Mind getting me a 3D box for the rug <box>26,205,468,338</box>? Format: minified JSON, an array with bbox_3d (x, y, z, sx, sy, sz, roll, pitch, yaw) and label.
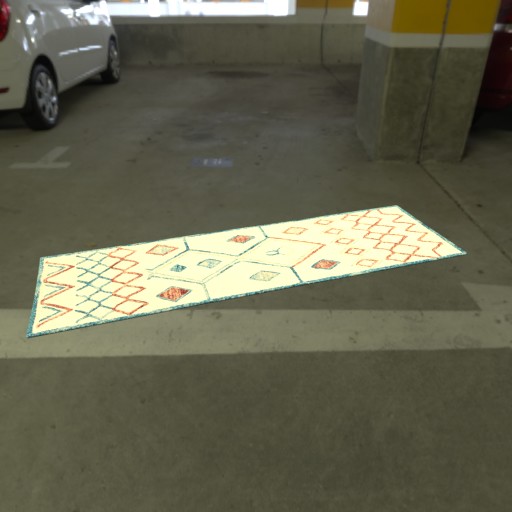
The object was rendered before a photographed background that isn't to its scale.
[{"bbox_3d":[0.000,0.000,2.639,2.435,0.011,0.750,-9,32,-16],"label":"rug"}]
